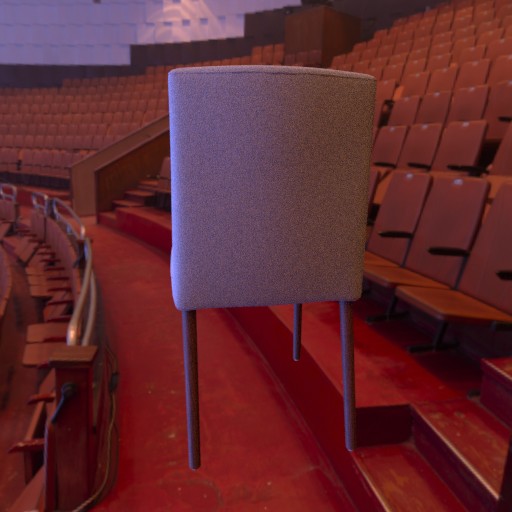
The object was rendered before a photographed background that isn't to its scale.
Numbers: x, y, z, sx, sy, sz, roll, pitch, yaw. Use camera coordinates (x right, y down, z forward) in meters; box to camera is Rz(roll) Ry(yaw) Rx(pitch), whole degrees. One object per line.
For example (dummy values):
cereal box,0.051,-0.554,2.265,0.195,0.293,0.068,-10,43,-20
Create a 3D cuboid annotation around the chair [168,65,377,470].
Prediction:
chair,0.000,0.000,1.196,0.456,0.859,0.570,-2,13,-10
